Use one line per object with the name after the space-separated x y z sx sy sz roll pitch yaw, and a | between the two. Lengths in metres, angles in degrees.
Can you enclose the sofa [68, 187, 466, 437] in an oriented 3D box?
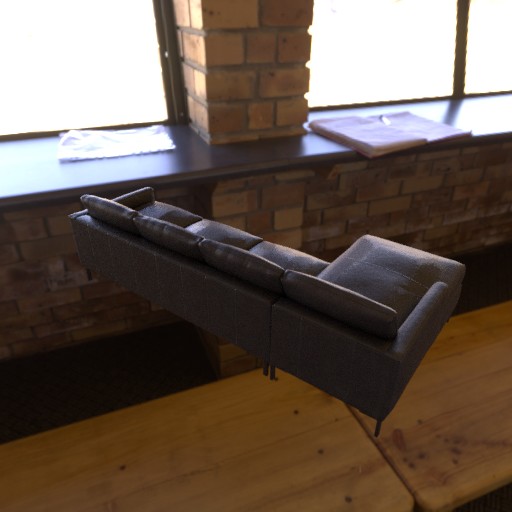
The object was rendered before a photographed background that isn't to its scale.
0.000 0.000 3.685 2.993 0.859 1.471 21 36 31 | sofa
